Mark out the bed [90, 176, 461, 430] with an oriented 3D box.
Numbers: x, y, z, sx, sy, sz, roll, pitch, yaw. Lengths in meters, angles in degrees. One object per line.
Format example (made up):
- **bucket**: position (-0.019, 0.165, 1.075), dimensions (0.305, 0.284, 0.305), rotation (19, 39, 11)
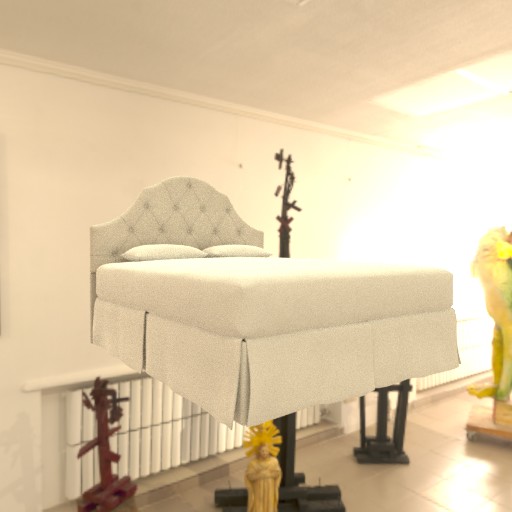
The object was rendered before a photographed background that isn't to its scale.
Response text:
- **bed**: position (0.000, 0.000, 3.631), dimensions (2.039, 1.617, 2.477), rotation (-1, 1, -36)
